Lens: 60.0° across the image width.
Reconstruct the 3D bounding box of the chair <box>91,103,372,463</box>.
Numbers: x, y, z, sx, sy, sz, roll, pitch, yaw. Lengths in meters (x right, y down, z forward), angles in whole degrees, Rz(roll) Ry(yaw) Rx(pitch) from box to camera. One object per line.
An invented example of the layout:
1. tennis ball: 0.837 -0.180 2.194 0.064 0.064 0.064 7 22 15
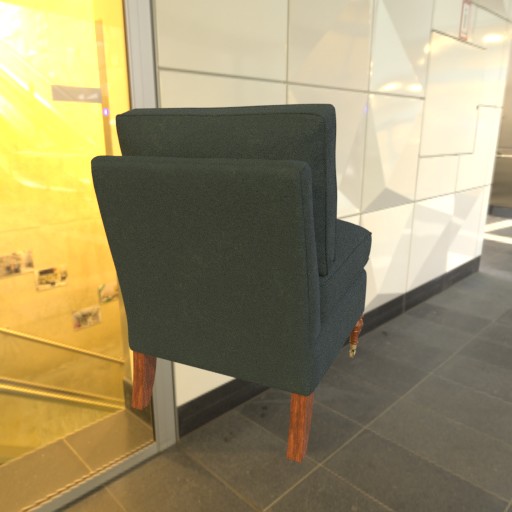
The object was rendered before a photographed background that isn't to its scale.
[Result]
1. chair: 0.000 0.000 1.676 0.724 1.052 0.912 7 17 25
